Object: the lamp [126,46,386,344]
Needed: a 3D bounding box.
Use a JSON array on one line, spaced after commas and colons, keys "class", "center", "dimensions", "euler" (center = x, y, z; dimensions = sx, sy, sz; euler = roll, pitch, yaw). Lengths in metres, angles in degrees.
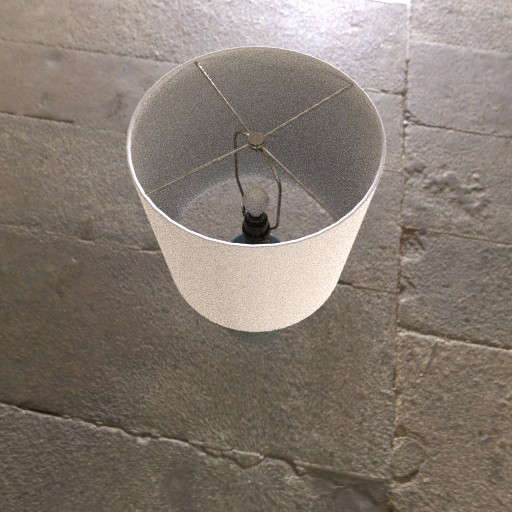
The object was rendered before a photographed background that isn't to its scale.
[{"class": "lamp", "center": [0.000, 0.000, 0.573], "dimensions": [0.217, 0.453, 0.217], "euler": [-32, 67, -15]}]
